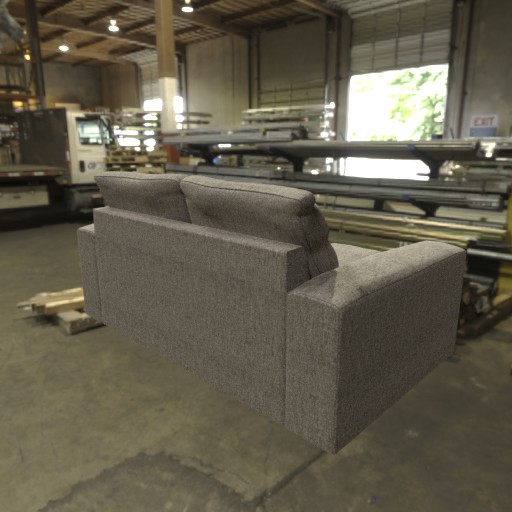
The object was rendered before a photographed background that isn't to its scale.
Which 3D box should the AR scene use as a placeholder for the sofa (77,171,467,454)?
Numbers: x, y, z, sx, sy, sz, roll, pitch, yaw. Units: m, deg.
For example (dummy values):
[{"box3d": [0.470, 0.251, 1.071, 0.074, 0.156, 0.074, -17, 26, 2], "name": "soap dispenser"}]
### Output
[{"box3d": [0.000, 0.000, 2.299, 1.758, 0.877, 1.094, 14, 20, 42], "name": "sofa"}]
